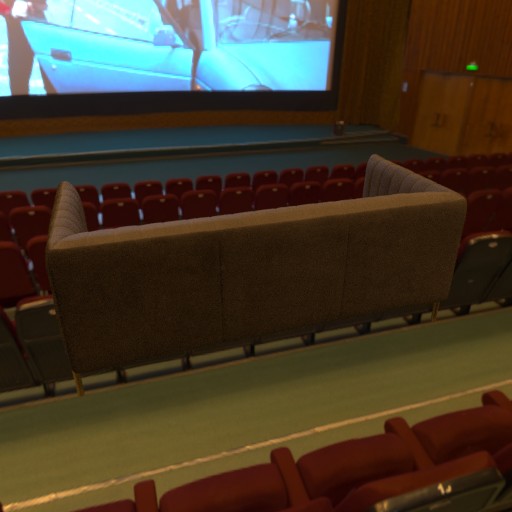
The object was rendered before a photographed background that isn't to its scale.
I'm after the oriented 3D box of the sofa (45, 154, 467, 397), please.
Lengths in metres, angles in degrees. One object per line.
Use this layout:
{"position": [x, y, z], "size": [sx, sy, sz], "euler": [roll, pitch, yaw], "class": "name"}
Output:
{"position": [0.000, 0.000, 2.409], "size": [1.980, 0.780, 0.876], "euler": [-8, 28, -16], "class": "sofa"}
